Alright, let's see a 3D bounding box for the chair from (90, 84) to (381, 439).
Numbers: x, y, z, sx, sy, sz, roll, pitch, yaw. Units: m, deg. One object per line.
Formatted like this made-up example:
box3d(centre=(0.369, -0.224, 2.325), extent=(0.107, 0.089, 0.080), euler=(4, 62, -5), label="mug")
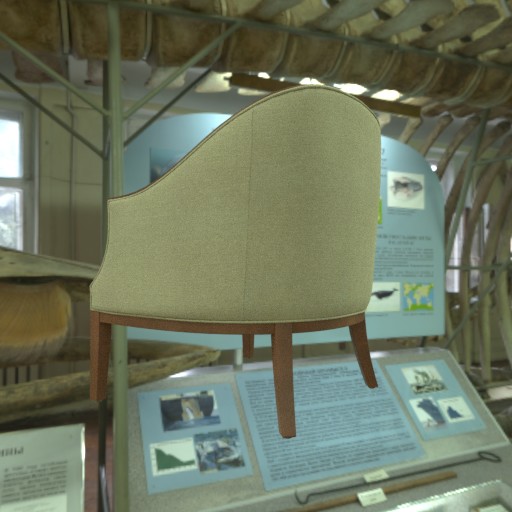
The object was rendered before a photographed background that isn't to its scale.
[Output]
box3d(centre=(0.000, 0.000, 1.445), extent=(0.735, 0.876, 0.803), euler=(0, -1, 37), label="chair")
